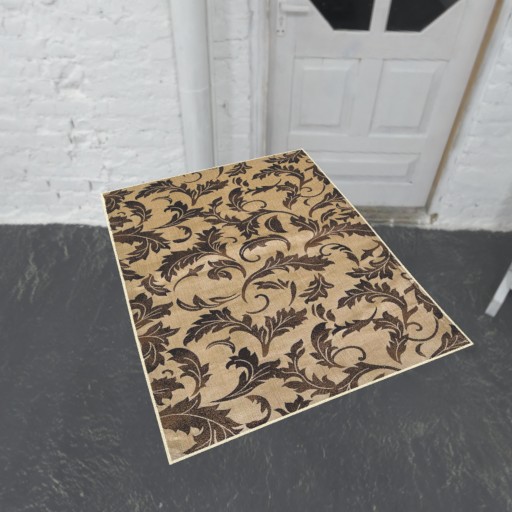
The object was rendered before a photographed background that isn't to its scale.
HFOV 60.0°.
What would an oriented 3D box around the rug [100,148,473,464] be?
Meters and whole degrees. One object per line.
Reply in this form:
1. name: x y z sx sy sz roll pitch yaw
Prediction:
1. rug: 0.000 0.000 4.025 2.380 0.008 2.977 -16 47 -15
